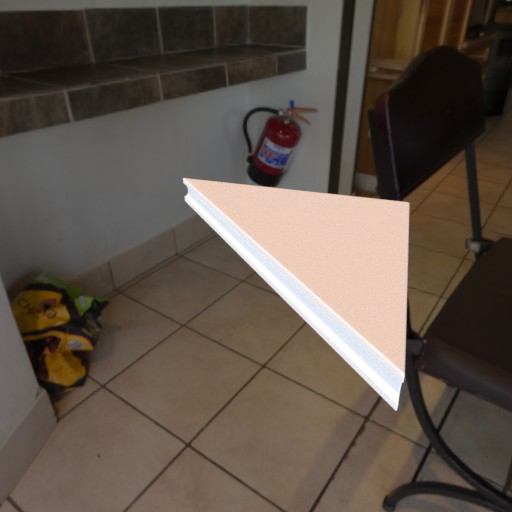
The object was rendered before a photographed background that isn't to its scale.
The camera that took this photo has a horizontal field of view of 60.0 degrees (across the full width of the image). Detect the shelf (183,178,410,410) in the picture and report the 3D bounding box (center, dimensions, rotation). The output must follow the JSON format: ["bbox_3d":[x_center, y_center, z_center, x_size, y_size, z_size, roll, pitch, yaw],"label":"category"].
[{"bbox_3d":[0.000,0.000,0.455,0.296,0.035,0.296,9,31,14],"label":"shelf"}]
